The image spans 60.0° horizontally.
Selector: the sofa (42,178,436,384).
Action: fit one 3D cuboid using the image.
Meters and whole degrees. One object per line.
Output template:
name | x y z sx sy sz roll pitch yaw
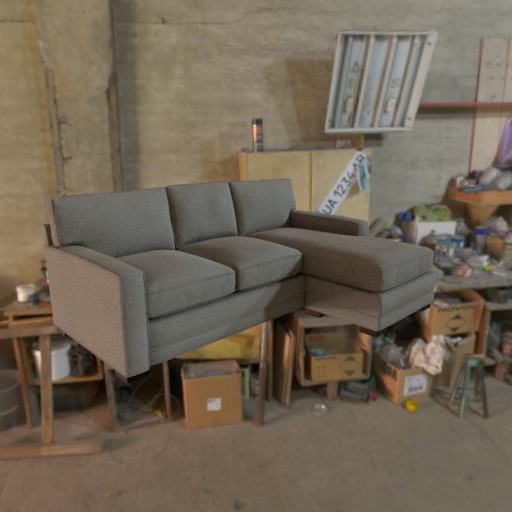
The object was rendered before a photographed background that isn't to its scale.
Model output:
sofa | 0.000 0.000 2.856 2.087 0.861 1.496 -14 20 -43
